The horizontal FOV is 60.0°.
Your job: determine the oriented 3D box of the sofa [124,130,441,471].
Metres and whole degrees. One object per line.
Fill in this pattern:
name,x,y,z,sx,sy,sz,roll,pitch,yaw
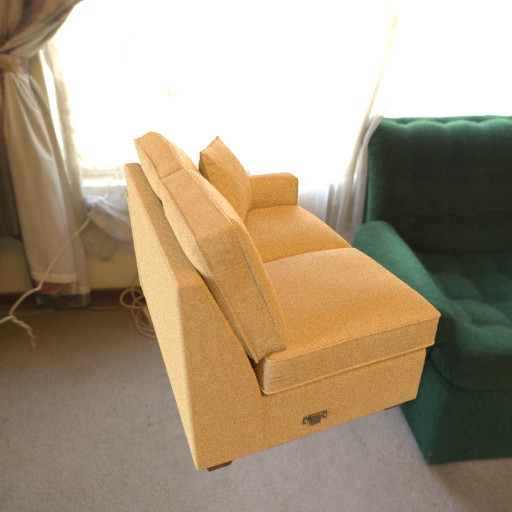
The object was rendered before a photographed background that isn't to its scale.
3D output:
sofa,0.000,0.000,2.046,0.991,0.989,1.388,-10,30,-18
